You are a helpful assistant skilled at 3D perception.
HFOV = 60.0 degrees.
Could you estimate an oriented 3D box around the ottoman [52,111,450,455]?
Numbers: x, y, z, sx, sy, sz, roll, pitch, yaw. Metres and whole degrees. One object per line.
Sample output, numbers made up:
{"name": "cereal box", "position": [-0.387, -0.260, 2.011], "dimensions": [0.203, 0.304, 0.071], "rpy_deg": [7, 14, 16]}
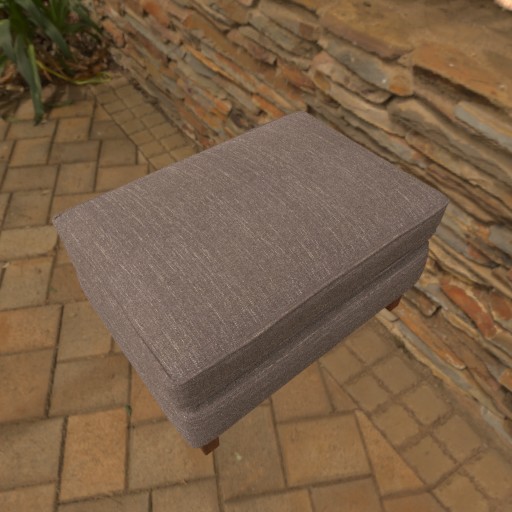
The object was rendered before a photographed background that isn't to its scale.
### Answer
{"name": "ottoman", "position": [0.000, 0.000, 0.995], "dimensions": [0.686, 0.406, 0.508], "rpy_deg": [-30, 54, -25]}
